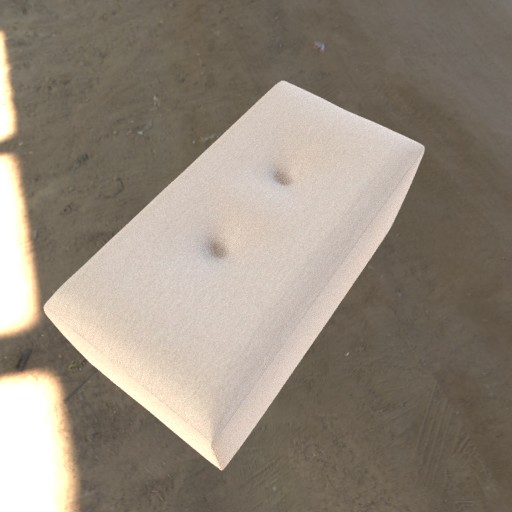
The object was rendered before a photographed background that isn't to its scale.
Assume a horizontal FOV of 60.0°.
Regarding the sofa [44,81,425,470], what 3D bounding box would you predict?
[{"bbox_3d":[0.000,0.000,1.200,0.480,0.470,0.930,32,64,18],"label":"sofa"}]
